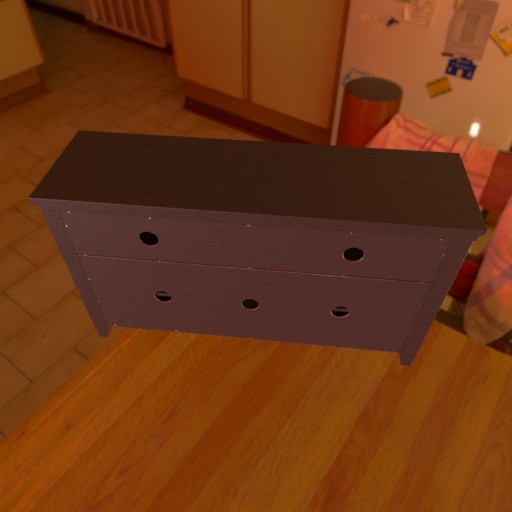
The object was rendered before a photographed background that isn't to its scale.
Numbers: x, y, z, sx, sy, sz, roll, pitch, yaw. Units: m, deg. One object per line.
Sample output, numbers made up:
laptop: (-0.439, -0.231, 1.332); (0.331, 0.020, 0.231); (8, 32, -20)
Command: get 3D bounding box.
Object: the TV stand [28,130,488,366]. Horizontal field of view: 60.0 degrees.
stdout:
TV stand: (0.000, 0.000, 1.509); (1.198, 0.681, 0.347); (5, 47, 4)
